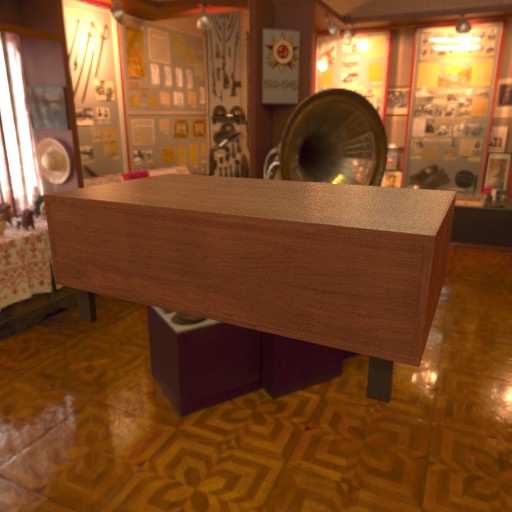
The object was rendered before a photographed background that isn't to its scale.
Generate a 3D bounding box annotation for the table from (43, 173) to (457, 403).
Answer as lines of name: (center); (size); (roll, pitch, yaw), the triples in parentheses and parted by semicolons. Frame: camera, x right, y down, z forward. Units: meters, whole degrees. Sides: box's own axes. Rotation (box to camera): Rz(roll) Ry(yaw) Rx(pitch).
table: (0.000, 0.000, 1.321); (1.020, 0.380, 0.600); (8, 19, 26)
